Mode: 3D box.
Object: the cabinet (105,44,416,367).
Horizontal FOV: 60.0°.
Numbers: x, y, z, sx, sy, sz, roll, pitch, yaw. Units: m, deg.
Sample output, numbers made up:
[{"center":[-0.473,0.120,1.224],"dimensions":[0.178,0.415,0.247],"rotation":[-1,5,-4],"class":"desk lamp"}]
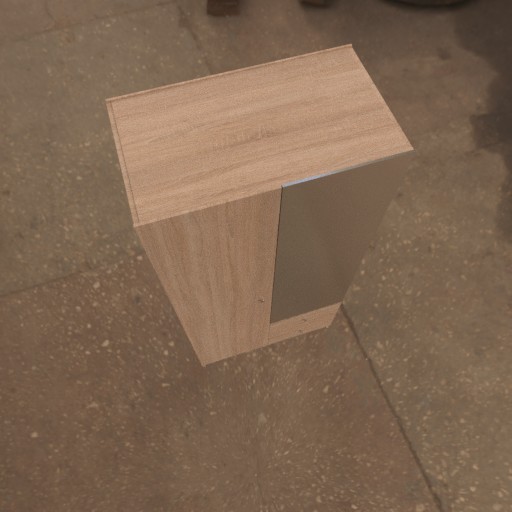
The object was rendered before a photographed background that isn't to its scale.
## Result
[{"center":[0.000,0.000,2.551],"dimensions":[1.001,2.121,0.590],"rotation":[-16,65,-8],"class":"cabinet"}]
